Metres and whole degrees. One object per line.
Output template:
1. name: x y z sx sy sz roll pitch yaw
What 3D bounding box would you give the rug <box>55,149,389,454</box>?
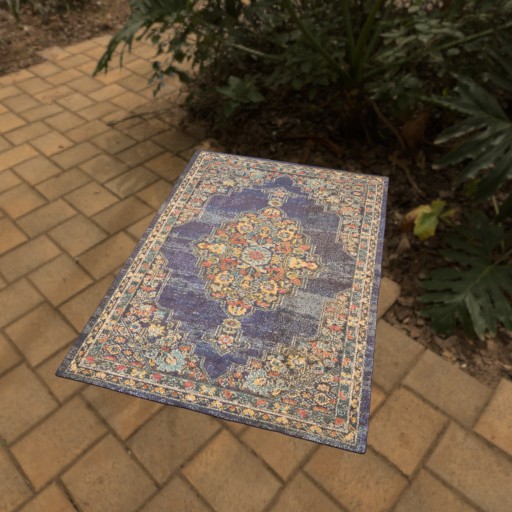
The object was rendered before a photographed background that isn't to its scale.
1. rug: 0.000 0.000 2.938 1.630 0.009 2.232 11 47 10
